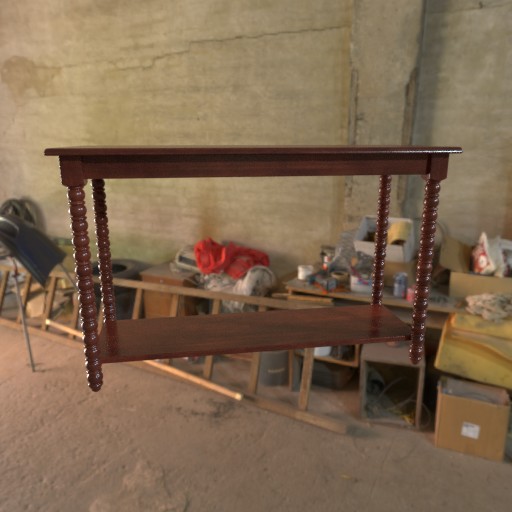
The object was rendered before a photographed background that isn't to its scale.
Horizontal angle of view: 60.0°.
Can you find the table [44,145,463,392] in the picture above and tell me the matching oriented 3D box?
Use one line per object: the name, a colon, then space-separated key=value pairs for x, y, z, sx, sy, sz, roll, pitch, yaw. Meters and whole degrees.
table: x=0.000 y=0.000 z=1.538 sx=1.184 sy=0.740 sz=0.459 roll=-2 pitch=15 yaw=-9
